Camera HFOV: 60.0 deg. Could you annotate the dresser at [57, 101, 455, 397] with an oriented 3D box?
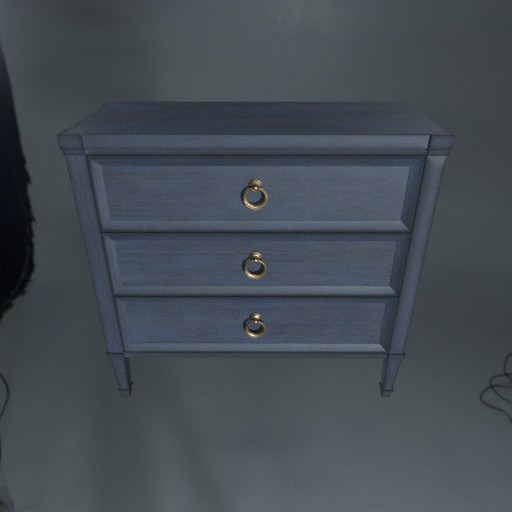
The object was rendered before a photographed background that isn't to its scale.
[{"bbox_3d":[0.000,0.000,1.602,1.049,0.986,0.463,0,30,0],"label":"dresser"}]
